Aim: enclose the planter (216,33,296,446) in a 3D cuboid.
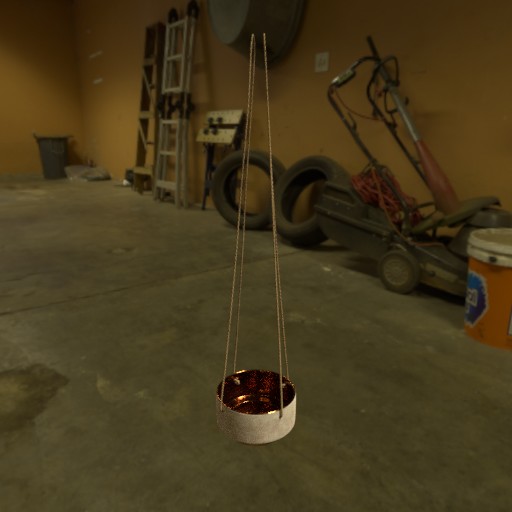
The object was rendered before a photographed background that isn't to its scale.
[{"bbox_3d":[0.000,0.000,1.130,0.223,1.030,0.223,3,16,9],"label":"planter"}]
